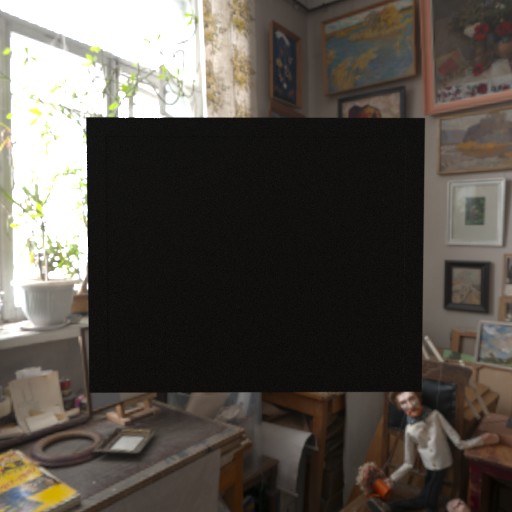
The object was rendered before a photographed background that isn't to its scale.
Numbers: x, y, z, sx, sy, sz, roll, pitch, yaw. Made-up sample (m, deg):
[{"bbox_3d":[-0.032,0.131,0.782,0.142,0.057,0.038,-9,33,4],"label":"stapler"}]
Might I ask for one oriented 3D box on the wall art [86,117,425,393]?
[{"bbox_3d":[0.000,0.000,0.751,0.558,0.457,0.029,0,2,0],"label":"wall art"}]
